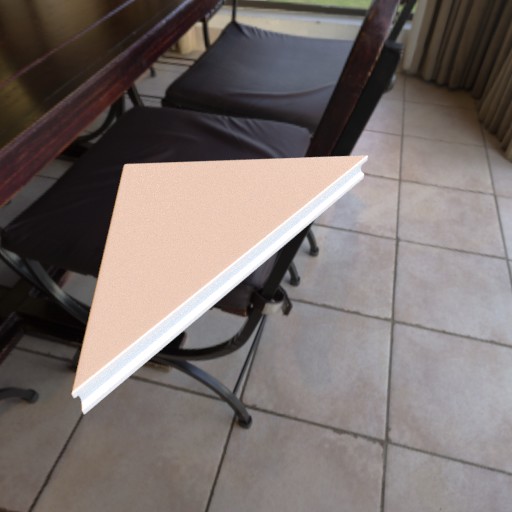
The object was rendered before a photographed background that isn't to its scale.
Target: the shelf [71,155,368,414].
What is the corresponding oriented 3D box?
[{"bbox_3d":[0.000,0.000,0.446,0.296,0.035,0.296,-3,46,-3],"label":"shelf"}]
